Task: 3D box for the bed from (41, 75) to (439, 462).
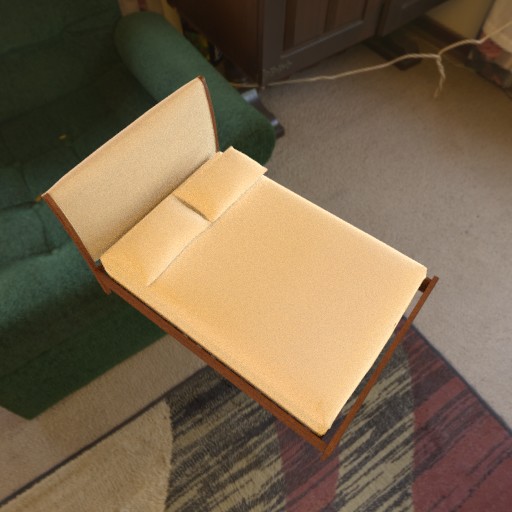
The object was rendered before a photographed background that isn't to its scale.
[{"bbox_3d":[0.000,0.000,3.336,2.380,1.250,1.612,33,63,19],"label":"bed"}]
